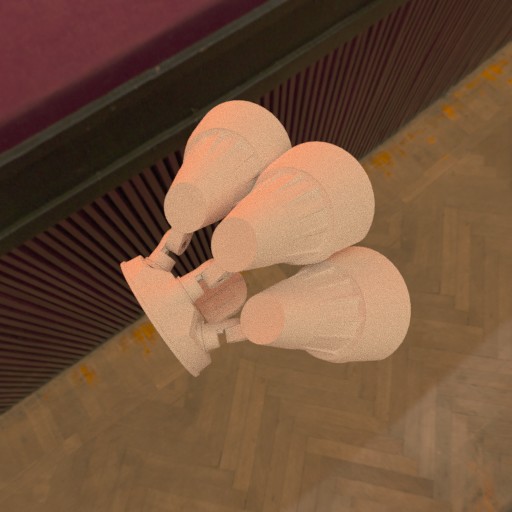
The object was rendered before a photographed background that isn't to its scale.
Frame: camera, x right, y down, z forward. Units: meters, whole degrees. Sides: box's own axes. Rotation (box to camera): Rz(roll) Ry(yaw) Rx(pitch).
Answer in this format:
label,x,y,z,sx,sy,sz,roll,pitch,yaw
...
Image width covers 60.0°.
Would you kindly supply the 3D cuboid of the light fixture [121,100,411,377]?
label,x,y,z,sx,sy,sz,roll,pitch,yaw
light fixture,0.000,0.000,0.551,0.278,0.237,0.369,-34,77,-9
